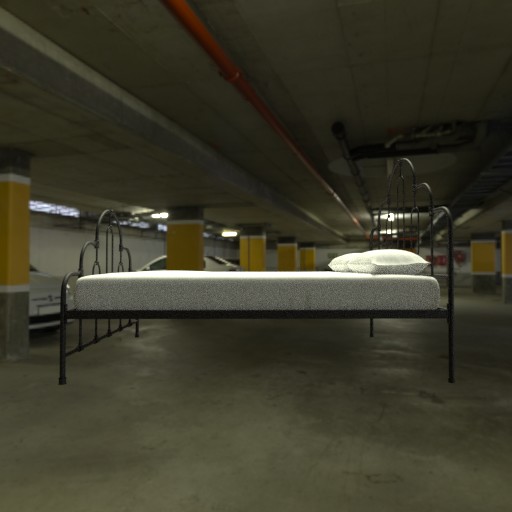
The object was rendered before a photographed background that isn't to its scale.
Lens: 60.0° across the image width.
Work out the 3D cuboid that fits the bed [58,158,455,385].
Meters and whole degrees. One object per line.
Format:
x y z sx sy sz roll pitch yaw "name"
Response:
0.000 0.000 3.233 2.163 1.429 1.640 0 -1 -1 "bed"
